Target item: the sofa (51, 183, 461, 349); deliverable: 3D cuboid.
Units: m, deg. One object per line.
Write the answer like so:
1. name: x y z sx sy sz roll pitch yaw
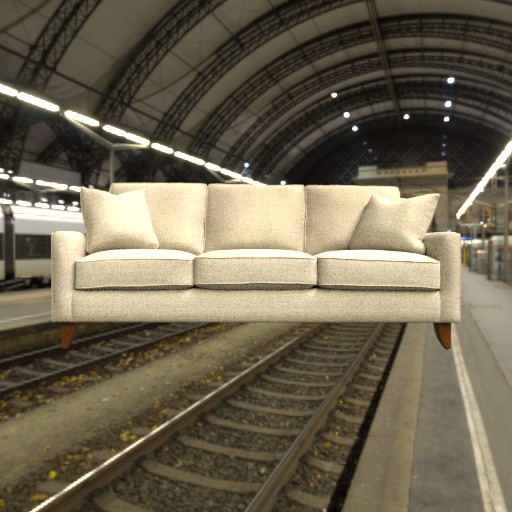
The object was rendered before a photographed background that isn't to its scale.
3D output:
1. sofa: 0.000 0.000 2.548 2.031 0.914 0.865 0 1 0
